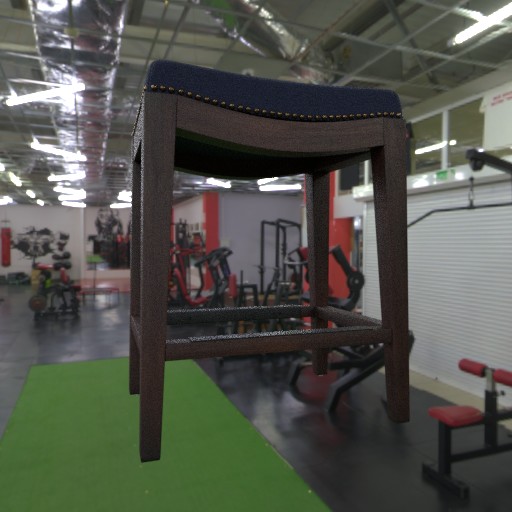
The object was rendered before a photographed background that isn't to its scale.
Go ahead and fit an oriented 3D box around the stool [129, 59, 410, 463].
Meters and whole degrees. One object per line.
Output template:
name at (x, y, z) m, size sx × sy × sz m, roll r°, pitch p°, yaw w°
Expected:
stool at (0.000, 0.000, 0.931) m, size 0.500 × 0.642 × 0.361 m, roll 0°, pitch 1°, yaw -19°
